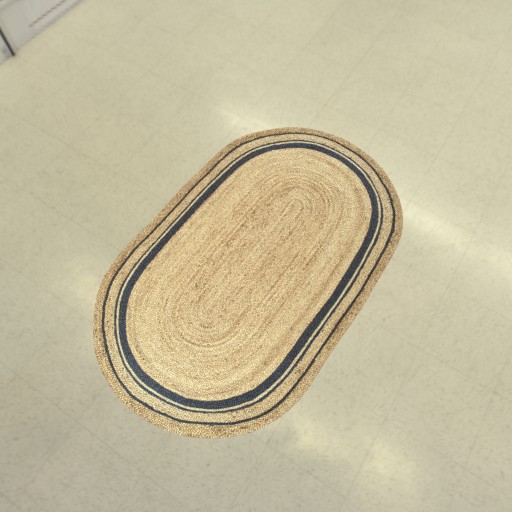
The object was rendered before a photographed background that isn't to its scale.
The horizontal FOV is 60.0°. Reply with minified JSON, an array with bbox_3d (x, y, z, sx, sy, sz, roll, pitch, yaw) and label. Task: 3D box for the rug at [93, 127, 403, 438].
[{"bbox_3d":[0.000,0.000,2.973,1.520,0.006,2.432,33,68,15],"label":"rug"}]
